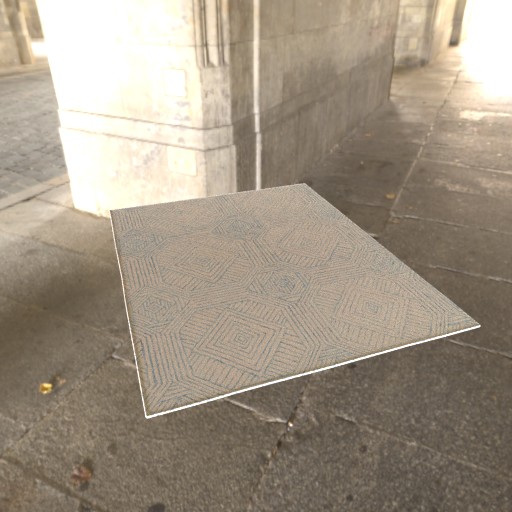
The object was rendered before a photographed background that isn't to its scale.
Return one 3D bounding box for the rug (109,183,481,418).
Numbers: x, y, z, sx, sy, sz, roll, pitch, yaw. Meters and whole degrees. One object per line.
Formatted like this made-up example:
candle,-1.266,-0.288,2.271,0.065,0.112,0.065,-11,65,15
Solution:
rug,0.000,0.000,4.163,2.457,0.015,3.049,-10,32,-17
